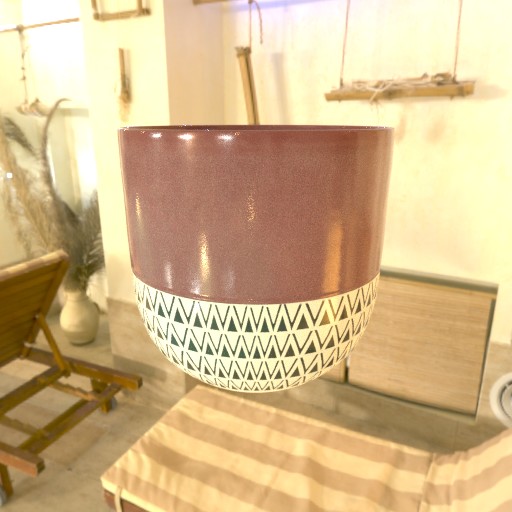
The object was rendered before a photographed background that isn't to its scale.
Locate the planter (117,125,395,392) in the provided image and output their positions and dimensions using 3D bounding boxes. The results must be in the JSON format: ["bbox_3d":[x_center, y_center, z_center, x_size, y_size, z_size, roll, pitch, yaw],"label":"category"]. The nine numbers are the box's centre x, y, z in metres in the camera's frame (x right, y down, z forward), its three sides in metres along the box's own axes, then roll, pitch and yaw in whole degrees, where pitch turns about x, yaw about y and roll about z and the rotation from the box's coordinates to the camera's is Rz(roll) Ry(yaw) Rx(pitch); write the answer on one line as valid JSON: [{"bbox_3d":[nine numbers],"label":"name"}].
[{"bbox_3d":[0.000,0.000,0.482,0.266,0.270,0.266,0,17,0],"label":"planter"}]
